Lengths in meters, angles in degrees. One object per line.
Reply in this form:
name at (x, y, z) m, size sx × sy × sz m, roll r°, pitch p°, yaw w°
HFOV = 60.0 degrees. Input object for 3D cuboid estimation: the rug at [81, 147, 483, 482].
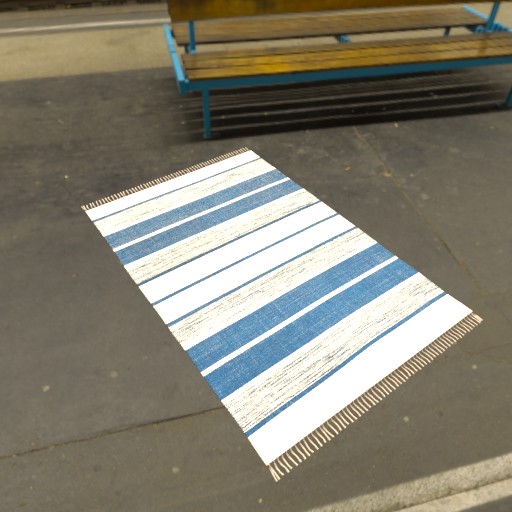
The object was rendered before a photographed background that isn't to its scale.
rug at (0.000, 0.000, 2.984) m, size 1.532 × 0.010 × 2.441 m, roll -26°, pitch 49°, yaw -25°
